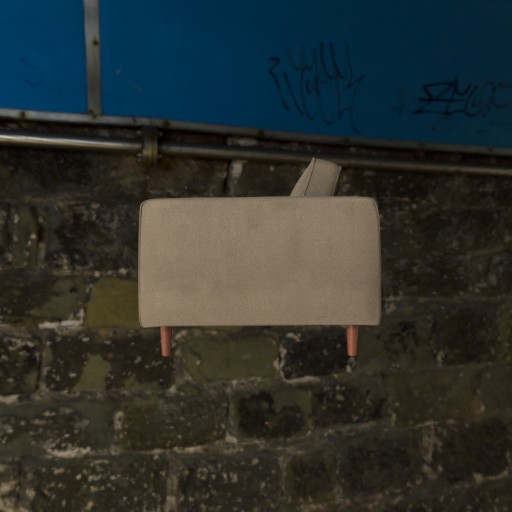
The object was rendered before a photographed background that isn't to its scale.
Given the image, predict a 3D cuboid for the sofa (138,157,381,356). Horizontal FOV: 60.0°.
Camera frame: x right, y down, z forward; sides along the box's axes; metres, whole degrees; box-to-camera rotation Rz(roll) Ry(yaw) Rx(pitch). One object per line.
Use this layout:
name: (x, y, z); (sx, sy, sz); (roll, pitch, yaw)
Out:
sofa: (0.000, 0.000, 2.764); (0.923, 0.813, 2.295); (0, 0, 0)
